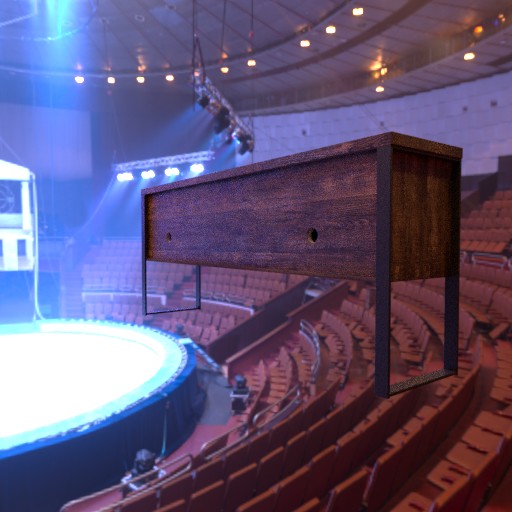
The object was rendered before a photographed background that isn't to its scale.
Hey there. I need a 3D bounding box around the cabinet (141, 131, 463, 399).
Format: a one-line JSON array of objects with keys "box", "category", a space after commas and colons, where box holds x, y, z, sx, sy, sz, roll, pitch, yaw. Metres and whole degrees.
[{"box": [0.000, 0.000, 2.095, 0.395, 0.762, 1.800, -2, 3, -37], "category": "cabinet"}]
